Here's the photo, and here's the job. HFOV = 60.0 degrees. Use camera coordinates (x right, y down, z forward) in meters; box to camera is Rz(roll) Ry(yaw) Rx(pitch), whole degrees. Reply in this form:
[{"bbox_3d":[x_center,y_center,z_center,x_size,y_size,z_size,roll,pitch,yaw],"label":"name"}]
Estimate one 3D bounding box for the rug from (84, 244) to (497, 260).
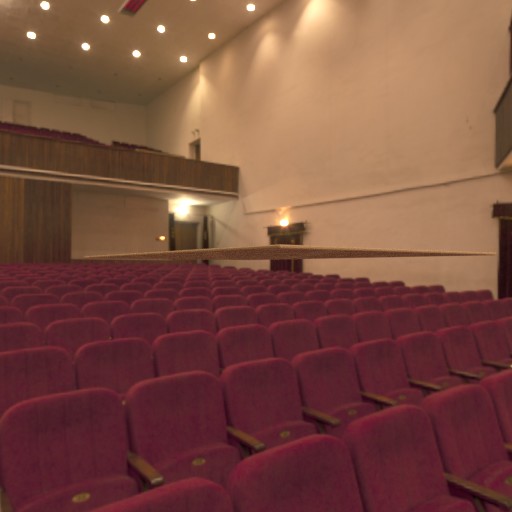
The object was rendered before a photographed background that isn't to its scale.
[{"bbox_3d":[0.000,0.000,2.841,1.526,0.014,2.290,1,-2,-37],"label":"rug"}]
